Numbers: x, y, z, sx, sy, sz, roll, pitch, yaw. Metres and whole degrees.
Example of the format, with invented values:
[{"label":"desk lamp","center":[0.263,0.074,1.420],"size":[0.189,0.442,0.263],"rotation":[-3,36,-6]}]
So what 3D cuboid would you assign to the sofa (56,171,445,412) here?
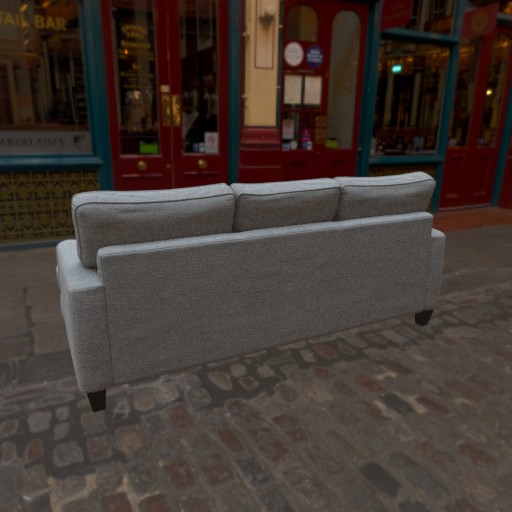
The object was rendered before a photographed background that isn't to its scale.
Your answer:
[{"label":"sofa","center":[0.000,0.000,2.644],"size":[2.158,0.965,0.951],"rotation":[-8,18,-26]}]
